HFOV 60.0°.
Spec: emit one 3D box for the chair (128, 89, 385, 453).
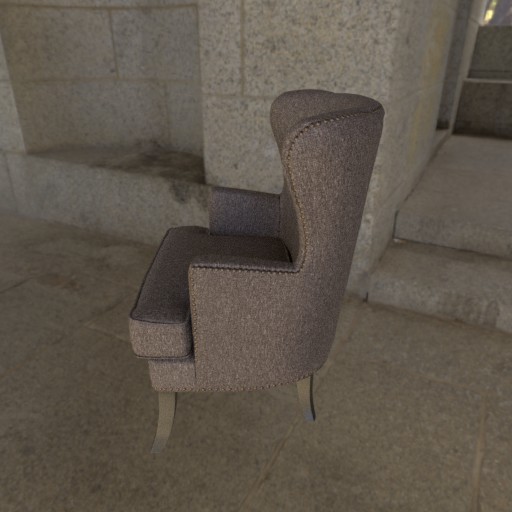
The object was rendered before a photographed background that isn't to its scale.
[{"bbox_3d":[0.000,0.000,1.567,0.758,1.060,0.759,0,25,-1],"label":"chair"}]
